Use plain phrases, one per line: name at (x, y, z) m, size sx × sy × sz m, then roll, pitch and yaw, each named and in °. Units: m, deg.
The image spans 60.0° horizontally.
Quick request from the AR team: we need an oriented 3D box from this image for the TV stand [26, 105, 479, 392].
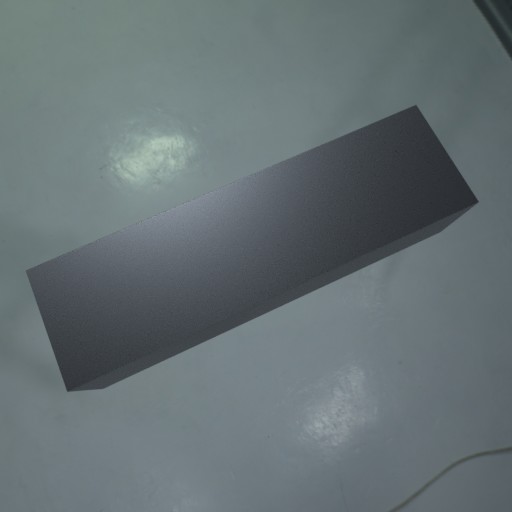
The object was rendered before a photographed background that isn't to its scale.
TV stand at (0.000, 0.000, 1.569) m, size 1.312 × 0.518 × 0.390 m, roll -24°, pitch 76°, yaw -6°
